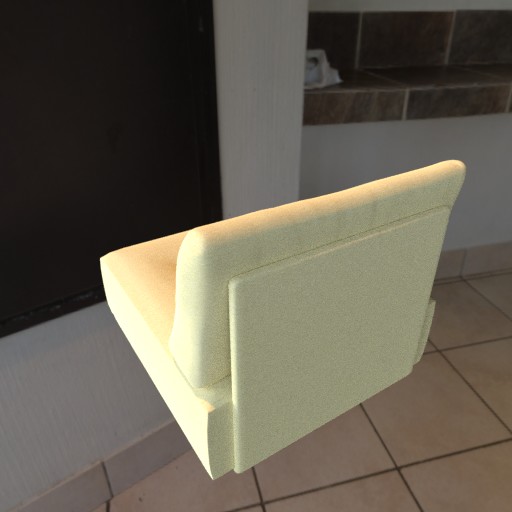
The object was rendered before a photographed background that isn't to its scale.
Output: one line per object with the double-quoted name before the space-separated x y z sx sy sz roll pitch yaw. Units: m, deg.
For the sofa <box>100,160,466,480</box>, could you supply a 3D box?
"sofa" 0.000 0.000 1.650 0.930 0.820 1.000 -18 35 -28
